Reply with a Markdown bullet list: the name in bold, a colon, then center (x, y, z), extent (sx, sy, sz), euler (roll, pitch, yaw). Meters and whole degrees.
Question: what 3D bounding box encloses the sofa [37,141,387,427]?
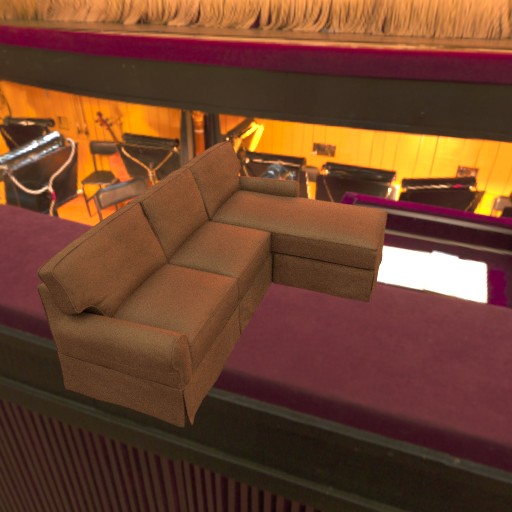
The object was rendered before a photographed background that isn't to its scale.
- **sofa**: center (0.000, 0.000, 3.294), extent (1.733, 0.978, 2.475), euler (11, 33, 17)
